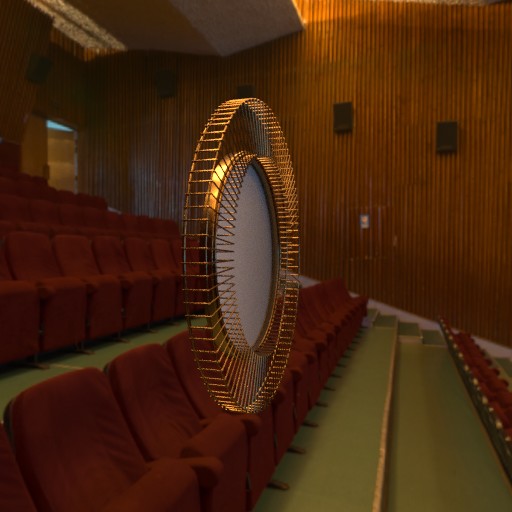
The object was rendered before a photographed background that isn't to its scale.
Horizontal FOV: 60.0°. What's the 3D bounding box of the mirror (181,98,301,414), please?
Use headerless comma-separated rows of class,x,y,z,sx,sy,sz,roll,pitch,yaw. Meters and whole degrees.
mirror,0.000,0.000,1.050,0.067,0.703,0.703,0,0,18
